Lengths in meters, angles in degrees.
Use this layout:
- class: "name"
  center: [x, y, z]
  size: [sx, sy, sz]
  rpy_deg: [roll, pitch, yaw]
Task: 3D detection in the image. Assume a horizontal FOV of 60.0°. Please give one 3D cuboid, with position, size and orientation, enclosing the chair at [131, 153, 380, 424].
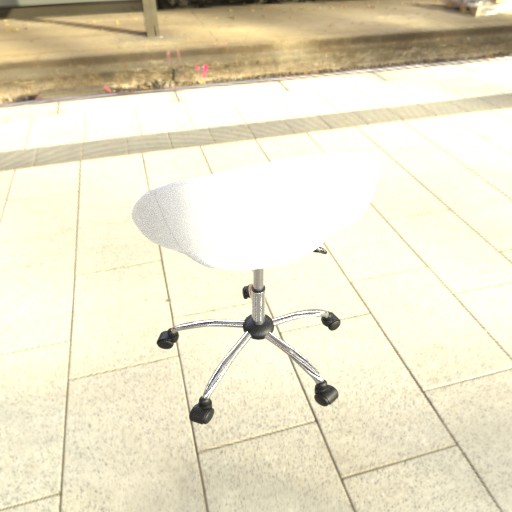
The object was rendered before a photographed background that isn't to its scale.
- class: "chair"
  center: [0.000, 0.000, 1.201]
  size: [0.612, 0.791, 0.538]
  rpy_deg: [-11, 40, -14]
